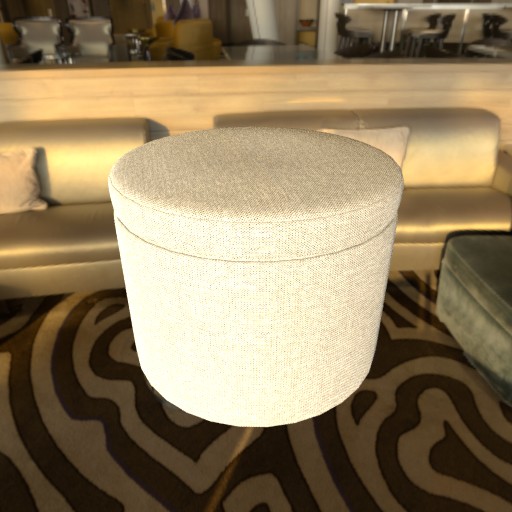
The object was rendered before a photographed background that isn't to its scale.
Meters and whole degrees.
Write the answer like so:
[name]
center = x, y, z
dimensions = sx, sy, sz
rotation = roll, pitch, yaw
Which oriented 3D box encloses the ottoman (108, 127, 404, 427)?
[ottoman]
center = 0.000, 0.000, 0.866
dimensions = 0.500, 0.419, 0.500
rotation = 0, 29, 0
